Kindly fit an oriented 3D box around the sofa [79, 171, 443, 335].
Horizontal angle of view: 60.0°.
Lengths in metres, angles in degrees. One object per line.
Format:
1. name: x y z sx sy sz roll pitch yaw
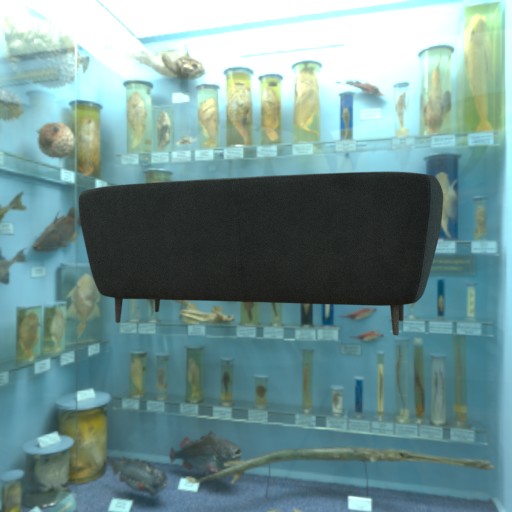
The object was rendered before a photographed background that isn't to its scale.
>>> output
1. sofa: 0.000 0.000 2.896 2.296 0.875 0.956 0 0 16
